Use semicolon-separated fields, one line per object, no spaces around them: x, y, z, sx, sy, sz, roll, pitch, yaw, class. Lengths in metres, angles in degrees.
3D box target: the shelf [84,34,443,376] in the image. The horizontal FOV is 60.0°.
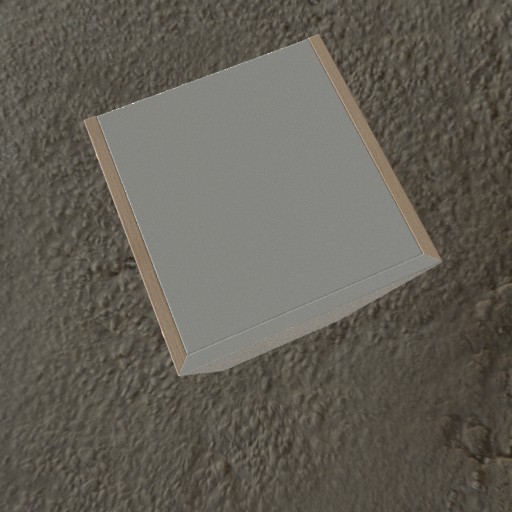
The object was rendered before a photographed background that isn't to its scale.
0.000;0.000;0.758;0.290;0.594;0.297;-22;77;-5;shelf
